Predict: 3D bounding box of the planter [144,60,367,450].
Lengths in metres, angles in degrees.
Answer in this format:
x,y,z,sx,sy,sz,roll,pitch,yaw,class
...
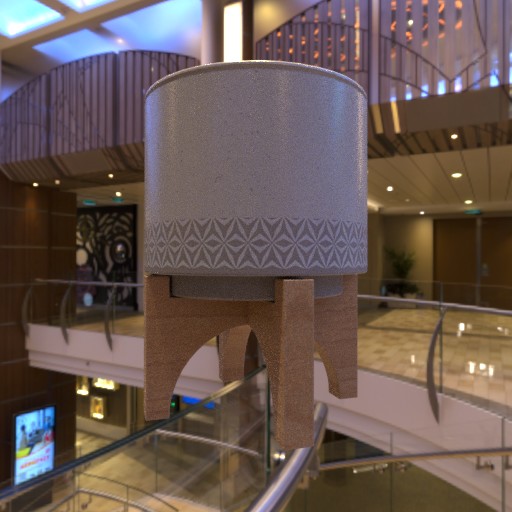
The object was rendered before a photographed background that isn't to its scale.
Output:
x,y,z,sx,sy,sz,roll,pitch,yaw,class
0.000,0.000,0.266,0.130,0.178,0.130,0,0,0,planter
